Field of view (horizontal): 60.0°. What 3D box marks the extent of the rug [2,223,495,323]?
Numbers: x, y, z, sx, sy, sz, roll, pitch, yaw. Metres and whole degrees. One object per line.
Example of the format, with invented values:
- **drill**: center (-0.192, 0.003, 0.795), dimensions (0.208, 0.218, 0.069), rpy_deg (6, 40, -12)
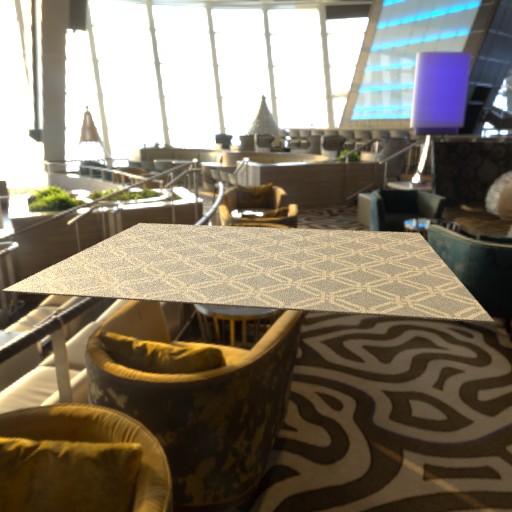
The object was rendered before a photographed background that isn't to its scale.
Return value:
- **rug**: center (0.000, 0.000, 4.122), dimensions (3.353, 0.013, 2.438), rpy_deg (3, 16, 9)
